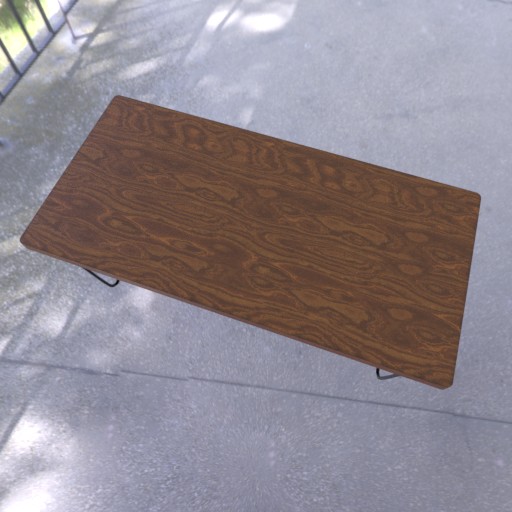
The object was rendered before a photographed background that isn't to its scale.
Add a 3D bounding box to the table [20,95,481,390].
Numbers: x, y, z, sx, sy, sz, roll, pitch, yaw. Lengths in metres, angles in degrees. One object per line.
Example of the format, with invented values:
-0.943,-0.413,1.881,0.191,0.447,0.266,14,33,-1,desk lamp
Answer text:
0.000,0.000,2.229,1.791,0.753,0.883,18,65,8,table
